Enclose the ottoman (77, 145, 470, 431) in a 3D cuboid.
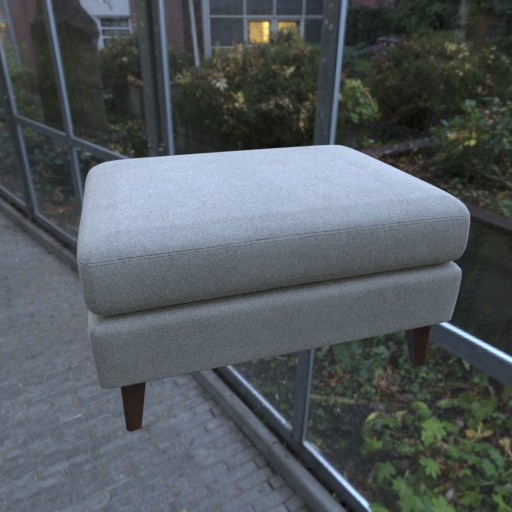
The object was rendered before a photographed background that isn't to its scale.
[{"bbox_3d":[0.000,0.000,1.180,0.823,0.478,0.610,-8,28,-15],"label":"ottoman"}]
